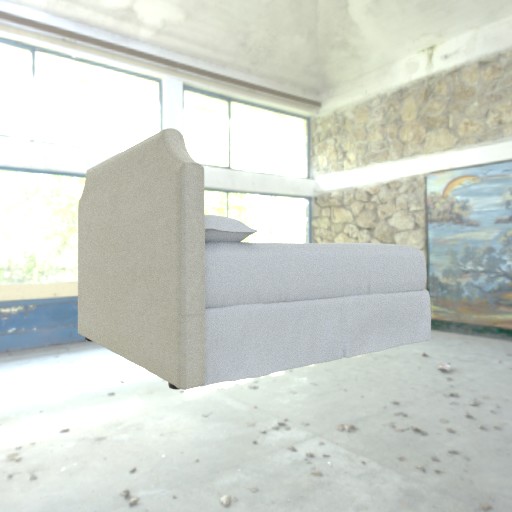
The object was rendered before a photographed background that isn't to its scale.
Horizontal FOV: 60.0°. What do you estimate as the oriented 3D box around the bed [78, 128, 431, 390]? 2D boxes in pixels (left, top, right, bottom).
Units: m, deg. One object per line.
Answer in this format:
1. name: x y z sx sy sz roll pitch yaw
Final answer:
1. bed: 0.000 0.000 3.383 2.164 1.297 1.828 0 0 -36
